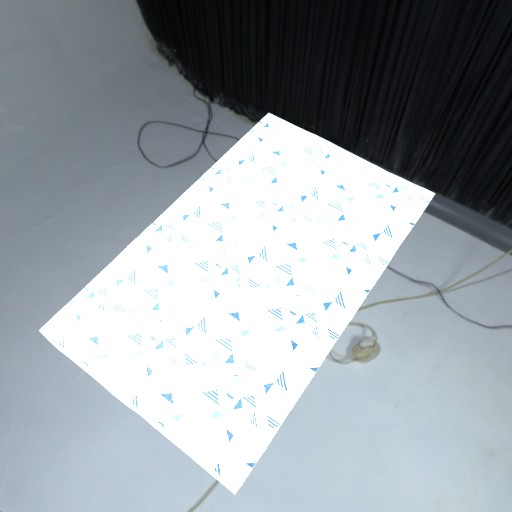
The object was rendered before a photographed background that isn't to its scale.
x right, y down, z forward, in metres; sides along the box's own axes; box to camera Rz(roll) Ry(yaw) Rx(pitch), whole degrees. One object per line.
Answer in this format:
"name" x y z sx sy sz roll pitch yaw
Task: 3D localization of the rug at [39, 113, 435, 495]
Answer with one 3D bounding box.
"rug" 0.000 0.000 2.999 1.512 0.009 2.457 32 63 18
